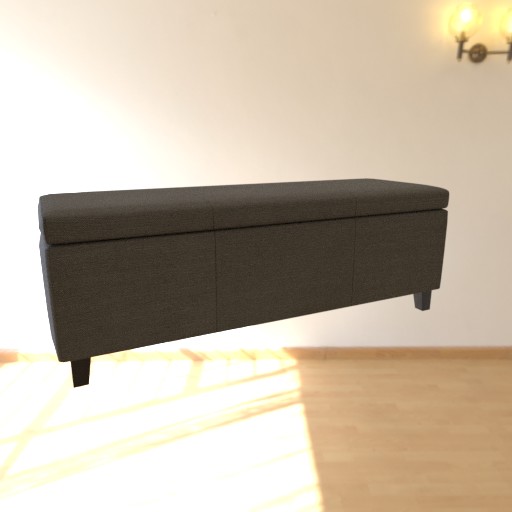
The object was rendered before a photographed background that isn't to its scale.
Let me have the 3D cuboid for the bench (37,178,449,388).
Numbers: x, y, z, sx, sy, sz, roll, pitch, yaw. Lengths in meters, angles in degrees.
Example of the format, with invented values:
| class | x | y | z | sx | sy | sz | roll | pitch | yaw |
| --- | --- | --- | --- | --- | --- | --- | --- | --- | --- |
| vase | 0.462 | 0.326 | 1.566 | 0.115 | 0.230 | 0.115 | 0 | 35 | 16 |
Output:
| class | x | y | z | sx | sy | sz | roll | pitch | yaw |
| --- | --- | --- | --- | --- | --- | --- | --- | --- | --- |
| bench | 0.000 | 0.000 | 1.457 | 1.269 | 0.438 | 0.446 | -7 | 16 | -25 |
